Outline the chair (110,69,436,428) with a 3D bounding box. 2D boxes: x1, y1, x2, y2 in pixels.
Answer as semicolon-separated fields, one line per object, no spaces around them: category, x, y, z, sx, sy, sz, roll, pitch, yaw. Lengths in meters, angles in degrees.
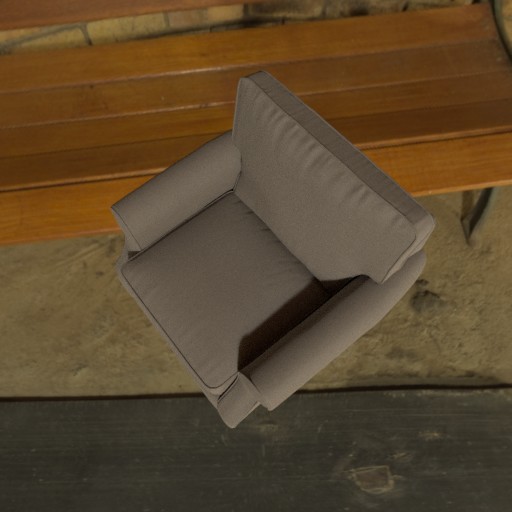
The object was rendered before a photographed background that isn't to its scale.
chair;0.000;0.000;1.796;0.966;0.967;1.029;-36;69;-16
